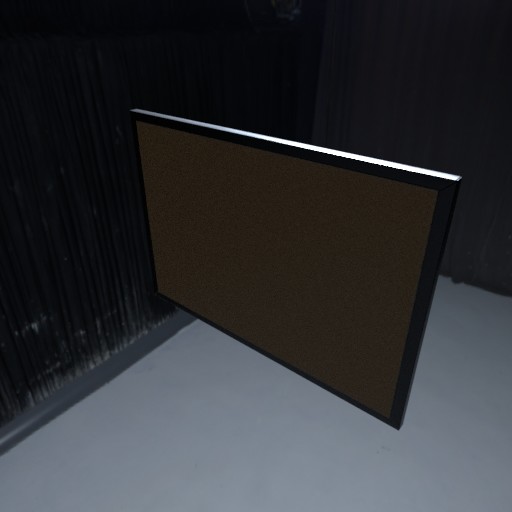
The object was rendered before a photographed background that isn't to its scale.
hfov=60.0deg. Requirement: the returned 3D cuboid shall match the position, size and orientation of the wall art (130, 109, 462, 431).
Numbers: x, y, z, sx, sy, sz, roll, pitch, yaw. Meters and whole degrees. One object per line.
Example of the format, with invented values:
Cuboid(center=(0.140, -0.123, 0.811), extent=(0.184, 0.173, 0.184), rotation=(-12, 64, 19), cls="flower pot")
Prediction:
Cuboid(center=(0.000, 0.000, 0.567), extent=(0.440, 0.306, 0.013), rotation=(22, 36, 33), cls="wall art")
